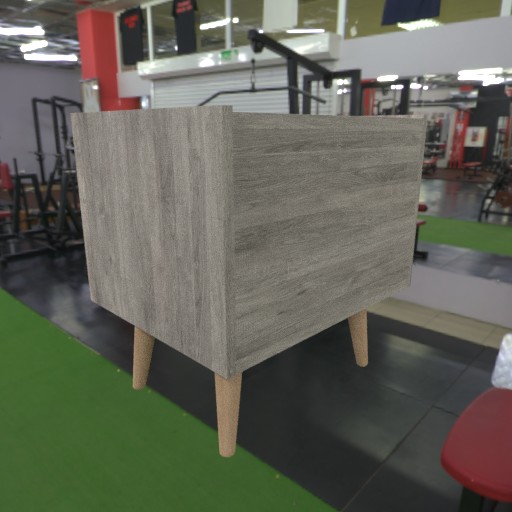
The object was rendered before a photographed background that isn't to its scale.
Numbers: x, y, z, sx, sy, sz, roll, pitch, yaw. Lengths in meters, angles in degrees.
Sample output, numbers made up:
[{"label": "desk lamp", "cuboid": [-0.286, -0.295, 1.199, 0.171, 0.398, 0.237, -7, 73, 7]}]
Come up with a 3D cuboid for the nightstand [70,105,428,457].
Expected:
[{"label": "nightstand", "cuboid": [0.000, 0.000, 0.820, 0.480, 0.500, 0.380, -15, 22, -43]}]
